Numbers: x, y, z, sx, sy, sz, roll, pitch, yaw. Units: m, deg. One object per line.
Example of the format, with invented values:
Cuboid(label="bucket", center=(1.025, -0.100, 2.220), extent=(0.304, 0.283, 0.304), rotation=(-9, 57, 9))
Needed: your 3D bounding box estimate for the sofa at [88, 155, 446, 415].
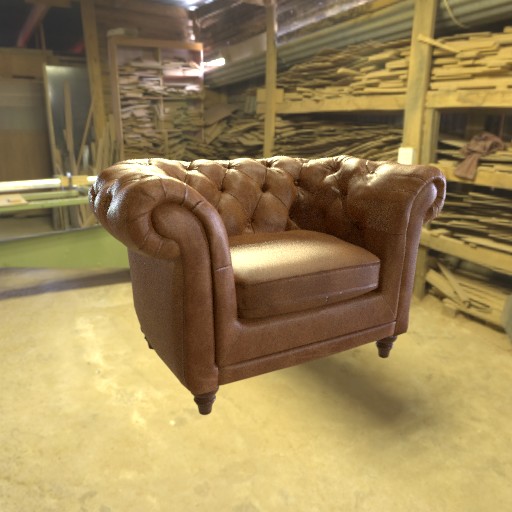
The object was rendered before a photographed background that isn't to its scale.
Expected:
Cuboid(label="sofa", center=(0.000, 0.000, 2.055), extent=(1.405, 0.878, 1.033), rotation=(-8, 18, -27))
